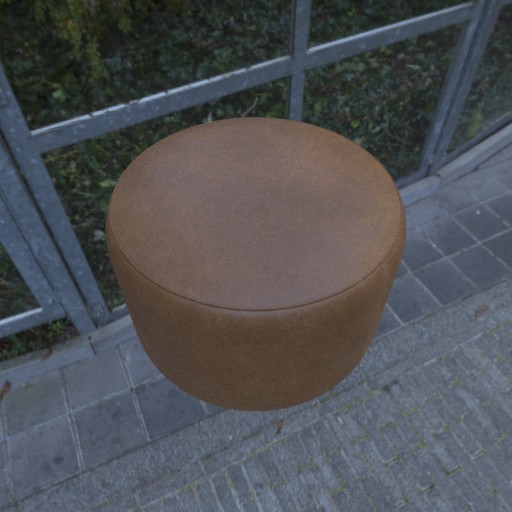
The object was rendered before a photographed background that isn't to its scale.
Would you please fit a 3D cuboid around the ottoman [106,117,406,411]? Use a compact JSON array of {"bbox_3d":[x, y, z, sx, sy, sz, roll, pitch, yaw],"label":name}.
[{"bbox_3d":[0.000,0.000,1.018,0.607,0.438,0.607,0,47,0],"label":"ottoman"}]
